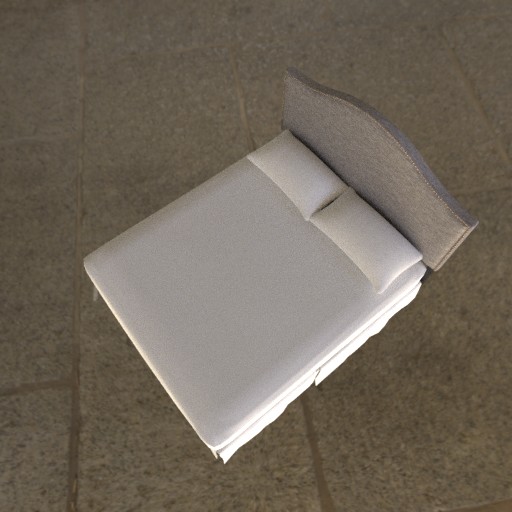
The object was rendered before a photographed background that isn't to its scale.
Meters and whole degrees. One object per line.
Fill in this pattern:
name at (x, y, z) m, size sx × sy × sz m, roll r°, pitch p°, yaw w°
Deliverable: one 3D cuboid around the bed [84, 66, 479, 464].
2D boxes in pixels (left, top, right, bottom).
bed at (0.000, 0.000, 2.849) m, size 1.870 × 1.295 × 1.610 m, roll -35°, pitch 68°, yaw -16°
